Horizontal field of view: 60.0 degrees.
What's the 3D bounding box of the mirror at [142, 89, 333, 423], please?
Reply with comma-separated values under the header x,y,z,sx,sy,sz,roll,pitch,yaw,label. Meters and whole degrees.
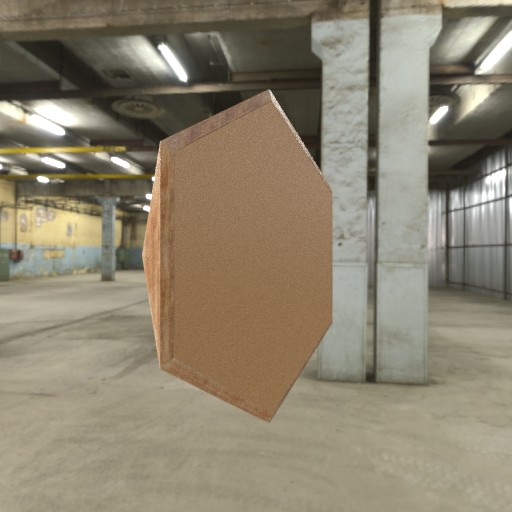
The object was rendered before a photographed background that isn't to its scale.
x,y,z,sx,sy,sz,roll,pitch,yaw,label
0.000,0.000,1.055,0.091,0.779,0.675,0,0,35,mirror
